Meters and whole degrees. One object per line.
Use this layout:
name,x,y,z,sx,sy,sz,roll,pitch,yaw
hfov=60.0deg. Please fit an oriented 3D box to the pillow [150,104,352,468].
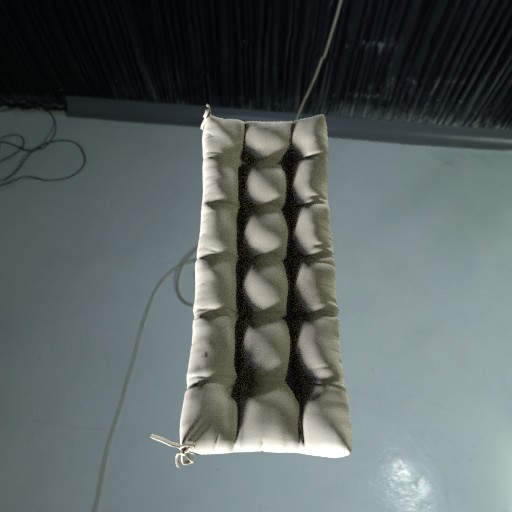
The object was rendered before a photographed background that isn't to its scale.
pillow,0.000,0.000,1.380,0.511,0.174,1.194,0,64,0
